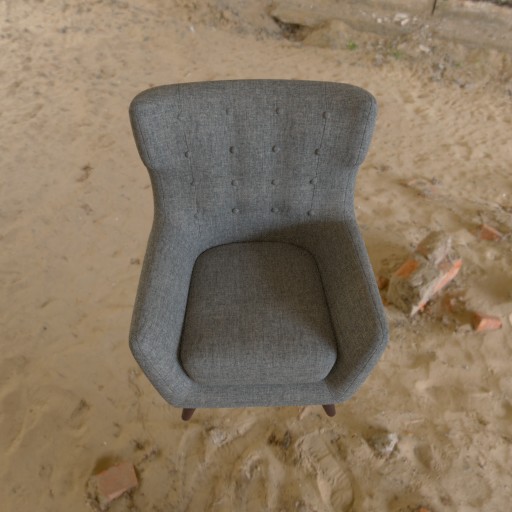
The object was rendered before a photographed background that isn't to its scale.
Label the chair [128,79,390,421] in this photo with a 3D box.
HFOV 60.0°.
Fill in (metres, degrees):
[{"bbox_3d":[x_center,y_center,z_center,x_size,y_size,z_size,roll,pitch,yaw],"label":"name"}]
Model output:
[{"bbox_3d":[0.000,0.000,1.729,0.878,1.063,0.904,-1,45,-1],"label":"chair"}]
